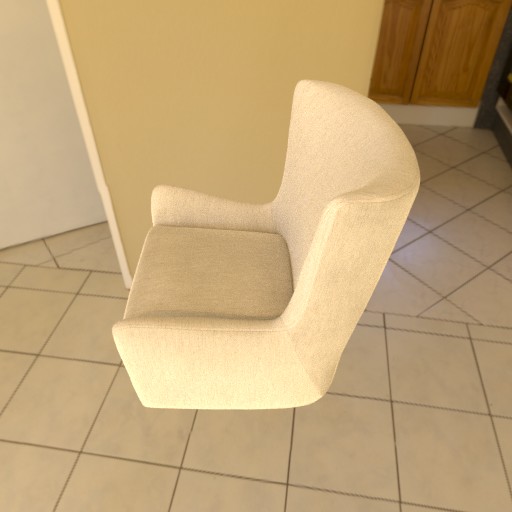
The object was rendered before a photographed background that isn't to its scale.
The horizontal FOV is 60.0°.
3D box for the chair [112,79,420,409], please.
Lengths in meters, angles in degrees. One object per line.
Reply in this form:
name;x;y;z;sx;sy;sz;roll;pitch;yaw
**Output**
chair;0.000;0.000;1.608;0.904;1.000;0.779;-1;41;-1
